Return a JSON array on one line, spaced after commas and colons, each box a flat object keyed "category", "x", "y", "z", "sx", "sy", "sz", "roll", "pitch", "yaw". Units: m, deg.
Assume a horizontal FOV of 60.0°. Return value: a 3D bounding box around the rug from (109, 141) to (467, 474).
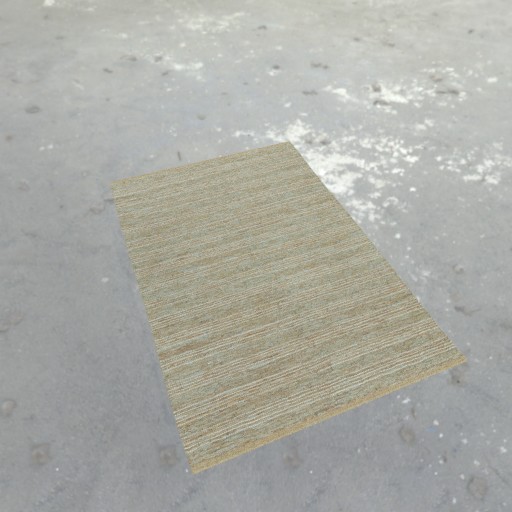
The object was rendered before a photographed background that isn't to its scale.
[{"category": "rug", "x": 0.000, "y": 0.000, "z": 2.332, "sx": 1.240, "sy": 0.010, "sz": 1.824, "roll": -16, "pitch": 49, "yaw": -15}]
